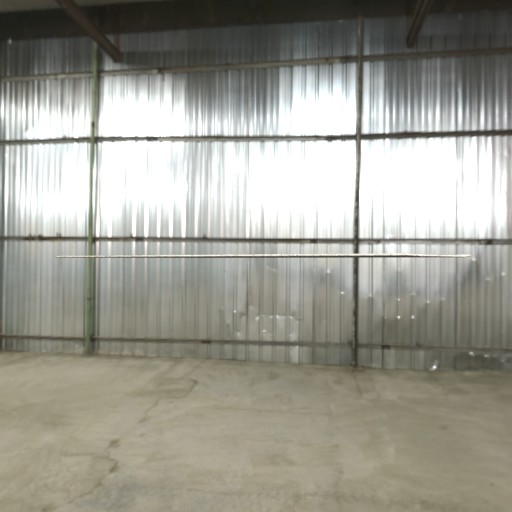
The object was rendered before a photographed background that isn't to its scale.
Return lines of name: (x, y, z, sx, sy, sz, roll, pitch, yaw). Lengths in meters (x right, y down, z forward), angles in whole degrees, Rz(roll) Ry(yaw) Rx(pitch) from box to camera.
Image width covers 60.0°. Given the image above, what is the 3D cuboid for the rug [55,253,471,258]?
rug: (0.000, 0.000, 3.066, 2.447, 0.021, 1.527, 0, 0, 36)
